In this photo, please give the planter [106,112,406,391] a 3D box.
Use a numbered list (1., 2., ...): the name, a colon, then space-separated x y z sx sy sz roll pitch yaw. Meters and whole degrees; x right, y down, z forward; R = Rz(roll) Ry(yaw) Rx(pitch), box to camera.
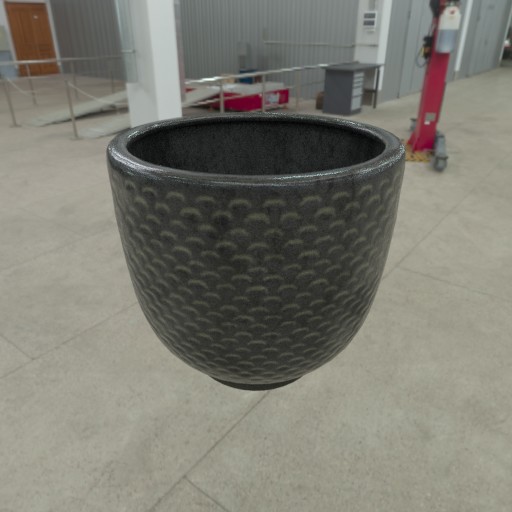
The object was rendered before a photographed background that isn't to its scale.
1. planter: 0.000 0.000 0.299 0.172 0.160 0.172 0 27 0
